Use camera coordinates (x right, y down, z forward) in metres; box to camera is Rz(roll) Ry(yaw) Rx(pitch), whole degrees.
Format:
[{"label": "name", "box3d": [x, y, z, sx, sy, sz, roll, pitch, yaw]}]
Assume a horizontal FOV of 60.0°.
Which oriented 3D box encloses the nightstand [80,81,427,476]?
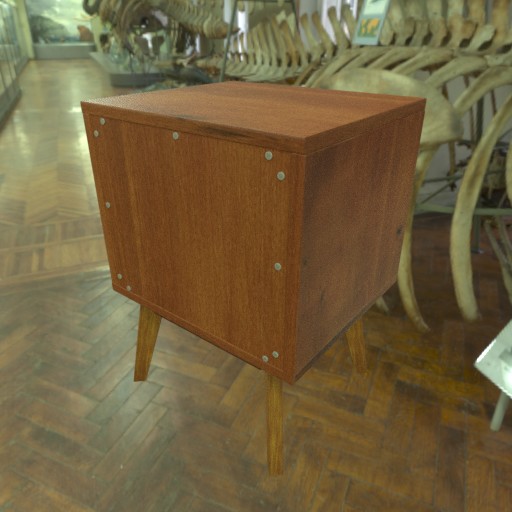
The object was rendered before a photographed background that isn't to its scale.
[{"label": "nightstand", "box3d": [0.000, 0.000, 0.920, 0.460, 0.618, 0.411, 20, 33, 33]}]
